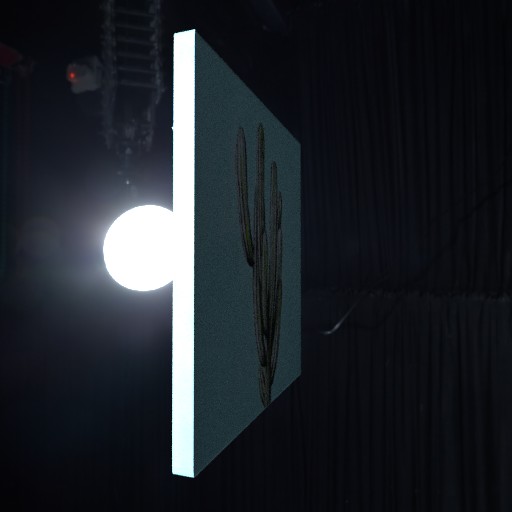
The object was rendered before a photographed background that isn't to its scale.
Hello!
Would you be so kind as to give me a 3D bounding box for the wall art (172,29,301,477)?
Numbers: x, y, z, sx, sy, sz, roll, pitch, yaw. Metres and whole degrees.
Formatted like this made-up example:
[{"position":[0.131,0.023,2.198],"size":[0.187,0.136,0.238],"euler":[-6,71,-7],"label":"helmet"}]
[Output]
[{"position":[0.000,0.000,1.571],"size":[0.070,1.073,1.071],"euler":[0,-1,19],"label":"wall art"}]
